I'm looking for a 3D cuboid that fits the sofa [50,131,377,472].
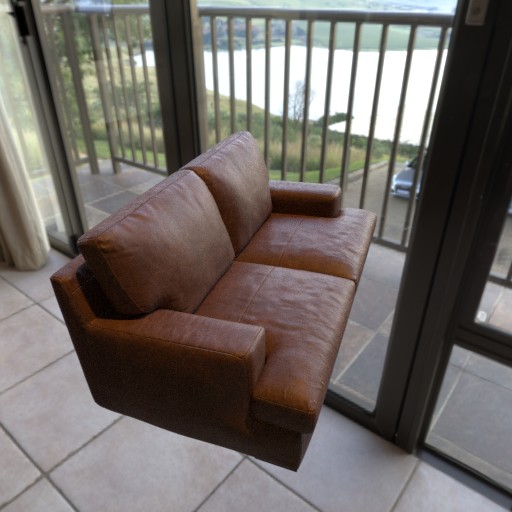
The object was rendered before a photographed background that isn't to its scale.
[{"bbox_3d":[0.000,0.000,2.484,1.143,0.939,1.880,11,33,17],"label":"sofa"}]
